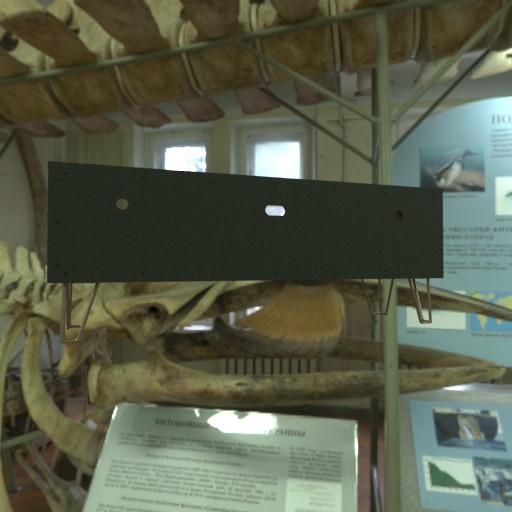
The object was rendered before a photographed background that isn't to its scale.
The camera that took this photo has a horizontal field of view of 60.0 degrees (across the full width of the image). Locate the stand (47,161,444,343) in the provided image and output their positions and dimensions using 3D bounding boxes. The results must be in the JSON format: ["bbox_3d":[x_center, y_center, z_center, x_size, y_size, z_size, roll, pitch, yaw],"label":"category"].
[{"bbox_3d":[0.000,0.000,1.955,1.626,0.610,0.481,0,-1,-19],"label":"stand"}]
